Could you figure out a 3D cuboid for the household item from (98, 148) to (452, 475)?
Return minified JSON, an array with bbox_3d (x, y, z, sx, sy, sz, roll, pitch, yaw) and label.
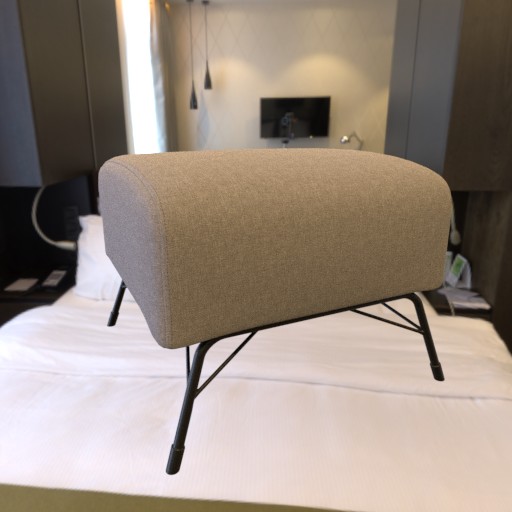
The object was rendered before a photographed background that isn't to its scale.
[{"bbox_3d":[0.000,0.000,0.880,0.530,0.410,0.530,-8,19,-25],"label":"household item"}]
